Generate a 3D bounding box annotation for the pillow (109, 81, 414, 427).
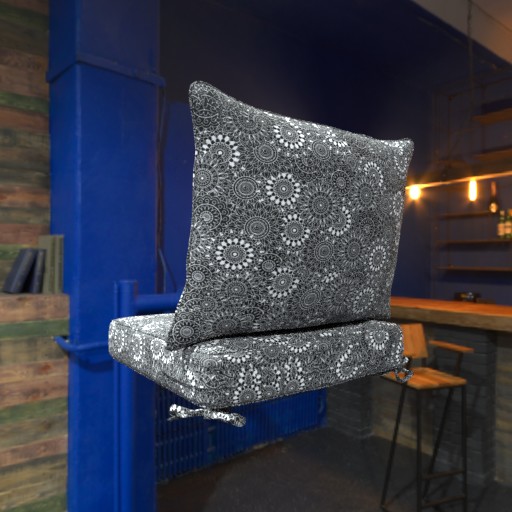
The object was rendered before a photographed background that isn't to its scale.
[{"bbox_3d":[0.000,0.000,1.356,0.798,0.722,0.740,0,0,-36],"label":"pillow"}]
